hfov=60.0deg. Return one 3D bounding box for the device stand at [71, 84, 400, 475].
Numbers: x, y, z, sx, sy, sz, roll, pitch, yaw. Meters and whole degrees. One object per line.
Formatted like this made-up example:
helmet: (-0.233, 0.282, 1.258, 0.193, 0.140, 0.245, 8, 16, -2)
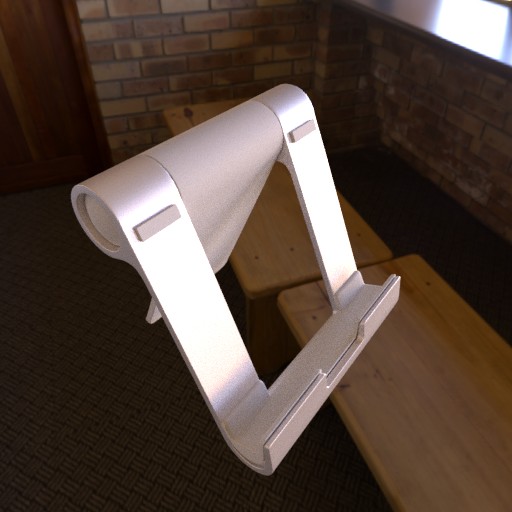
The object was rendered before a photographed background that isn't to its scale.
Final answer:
device stand: (0.000, 0.000, 0.151, 0.079, 0.084, 0.086, 27, 48, 28)
